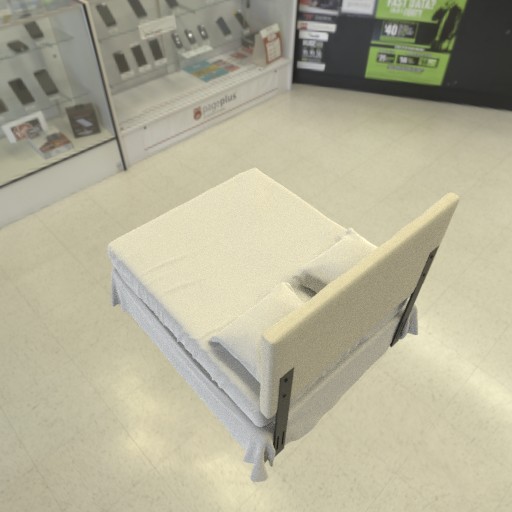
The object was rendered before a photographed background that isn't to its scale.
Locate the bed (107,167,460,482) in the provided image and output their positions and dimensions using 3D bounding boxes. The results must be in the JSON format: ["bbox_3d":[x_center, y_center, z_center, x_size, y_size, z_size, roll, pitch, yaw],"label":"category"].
[{"bbox_3d":[0.000,0.000,3.495,1.936,1.577,2.222,-33,55,-27],"label":"bed"}]
